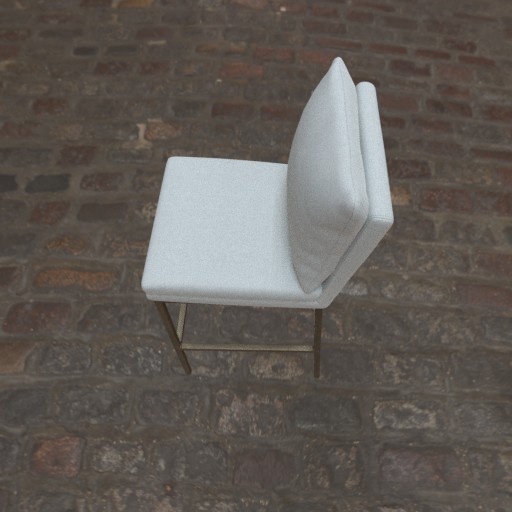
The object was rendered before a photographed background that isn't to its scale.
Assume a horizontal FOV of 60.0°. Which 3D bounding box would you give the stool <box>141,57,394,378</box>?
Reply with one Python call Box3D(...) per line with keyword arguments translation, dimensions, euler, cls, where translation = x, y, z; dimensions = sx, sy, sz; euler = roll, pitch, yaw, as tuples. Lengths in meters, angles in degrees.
Box3D(translation=(0.000, 0.000, 1.408), dimensions=(0.572, 1.125, 0.463), euler=(2, 59, 1), cls="stool")
